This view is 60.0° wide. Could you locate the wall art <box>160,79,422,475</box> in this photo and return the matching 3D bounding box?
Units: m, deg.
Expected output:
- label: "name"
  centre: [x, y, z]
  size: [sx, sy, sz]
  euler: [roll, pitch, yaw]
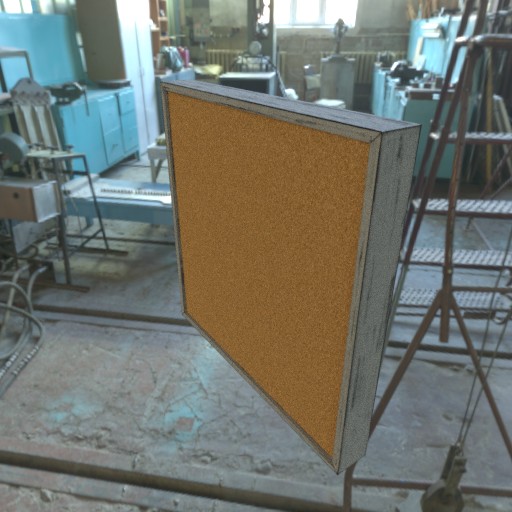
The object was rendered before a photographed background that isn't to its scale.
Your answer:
- label: "wall art"
  centre: [0.000, 0.000, 0.445]
  size: [0.036, 0.303, 0.303]
  euler: [-18, 33, -31]
